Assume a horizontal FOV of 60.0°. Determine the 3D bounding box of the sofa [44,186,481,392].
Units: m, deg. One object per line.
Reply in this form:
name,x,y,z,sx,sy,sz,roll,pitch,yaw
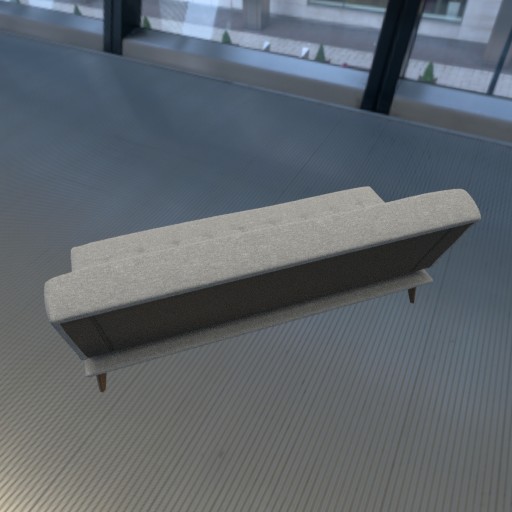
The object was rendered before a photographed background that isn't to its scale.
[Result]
sofa,0.000,0.000,2.224,1.800,0.810,0.860,-13,45,-14
